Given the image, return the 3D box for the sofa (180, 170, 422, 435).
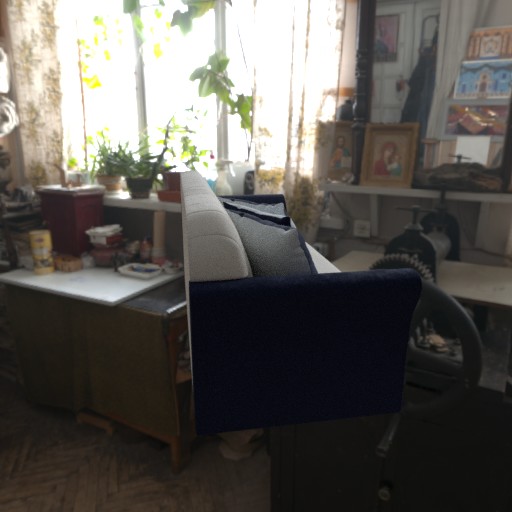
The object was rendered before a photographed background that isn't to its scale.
[{"bbox_3d":[0.000,0.000,2.359,0.749,0.789,2.006,-3,16,-10],"label":"sofa"}]
